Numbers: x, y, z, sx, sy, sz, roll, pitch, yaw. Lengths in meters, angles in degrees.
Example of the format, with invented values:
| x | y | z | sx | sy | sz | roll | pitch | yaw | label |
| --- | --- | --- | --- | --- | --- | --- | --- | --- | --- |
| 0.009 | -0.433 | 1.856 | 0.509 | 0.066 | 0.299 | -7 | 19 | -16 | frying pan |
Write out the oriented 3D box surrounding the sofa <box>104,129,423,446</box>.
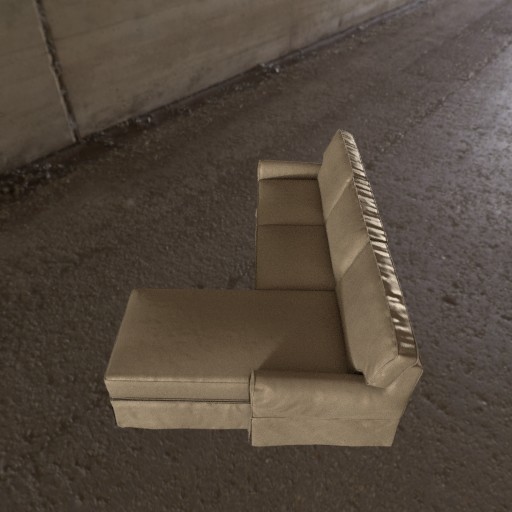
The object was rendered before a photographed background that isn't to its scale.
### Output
| x | y | z | sx | sy | sz | roll | pitch | yaw | label |
| --- | --- | --- | --- | --- | --- | --- | --- | --- | --- |
| 0.000 | 0.000 | 3.303 | 1.733 | 0.978 | 2.475 | 1 | 41 | 1 | sofa |
